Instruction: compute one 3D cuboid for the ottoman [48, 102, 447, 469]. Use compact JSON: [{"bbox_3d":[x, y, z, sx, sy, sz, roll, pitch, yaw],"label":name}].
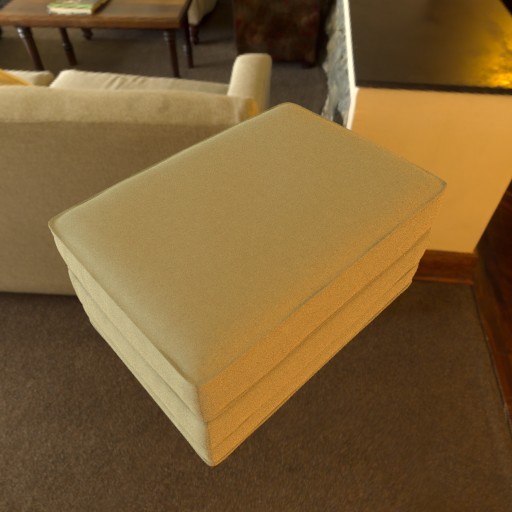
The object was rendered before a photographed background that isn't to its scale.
[{"bbox_3d":[0.000,0.000,1.223,0.848,0.482,0.611,-35,57,-27],"label":"ottoman"}]
